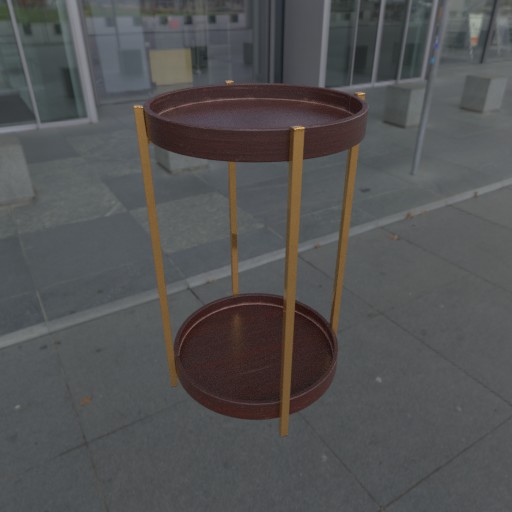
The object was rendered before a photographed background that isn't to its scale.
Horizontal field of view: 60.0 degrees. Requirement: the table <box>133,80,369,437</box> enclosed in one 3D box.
[{"bbox_3d":[0.000,0.000,0.896,0.400,0.610,0.400,-8,31,-14],"label":"table"}]
